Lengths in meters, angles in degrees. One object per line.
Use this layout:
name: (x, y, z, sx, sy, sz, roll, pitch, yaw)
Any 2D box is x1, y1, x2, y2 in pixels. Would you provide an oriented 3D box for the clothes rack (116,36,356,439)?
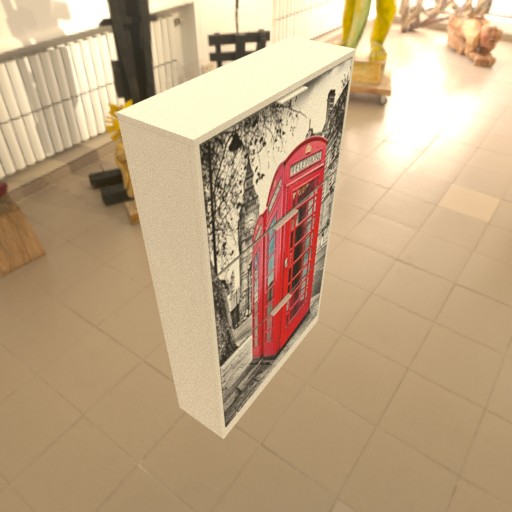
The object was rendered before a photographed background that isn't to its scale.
clothes rack: (0.000, 0.000, 1.610, 0.250, 1.280, 0.750, 25, 47, 26)
